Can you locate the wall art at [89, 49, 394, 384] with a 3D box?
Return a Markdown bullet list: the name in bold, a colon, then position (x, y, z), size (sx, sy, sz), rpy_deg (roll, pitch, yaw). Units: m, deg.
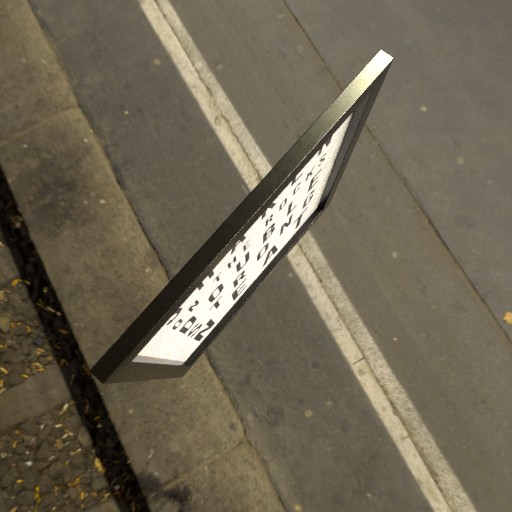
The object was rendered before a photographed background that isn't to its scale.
- **wall art**: position (0.000, 0.000, 0.514), size (0.014, 0.349, 0.349), rpy_deg (39, 79, 9)
